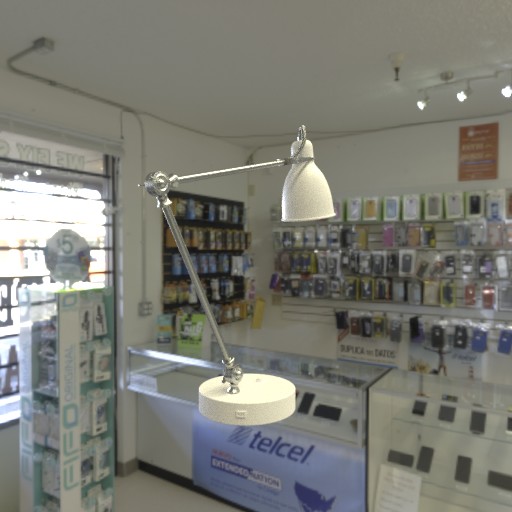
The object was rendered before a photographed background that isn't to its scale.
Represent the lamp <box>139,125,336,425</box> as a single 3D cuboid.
[{"bbox_3d":[0.000,0.000,0.883,0.187,0.587,0.561,0,1,35],"label":"lamp"}]
